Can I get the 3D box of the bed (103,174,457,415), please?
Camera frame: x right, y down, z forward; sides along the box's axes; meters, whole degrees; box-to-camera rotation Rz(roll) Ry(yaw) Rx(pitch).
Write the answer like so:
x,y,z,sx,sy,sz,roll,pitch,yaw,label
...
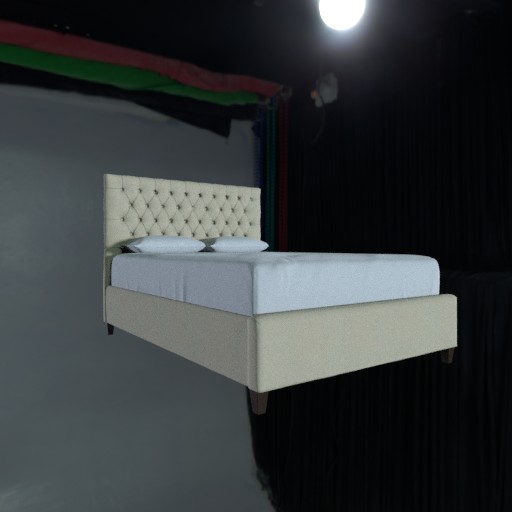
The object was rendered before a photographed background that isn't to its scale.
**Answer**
x,y,z,sx,sy,sz,roll,pitch,yaw,label
0.000,0.000,3.479,1.698,1.427,2.387,-1,2,-35,bed
